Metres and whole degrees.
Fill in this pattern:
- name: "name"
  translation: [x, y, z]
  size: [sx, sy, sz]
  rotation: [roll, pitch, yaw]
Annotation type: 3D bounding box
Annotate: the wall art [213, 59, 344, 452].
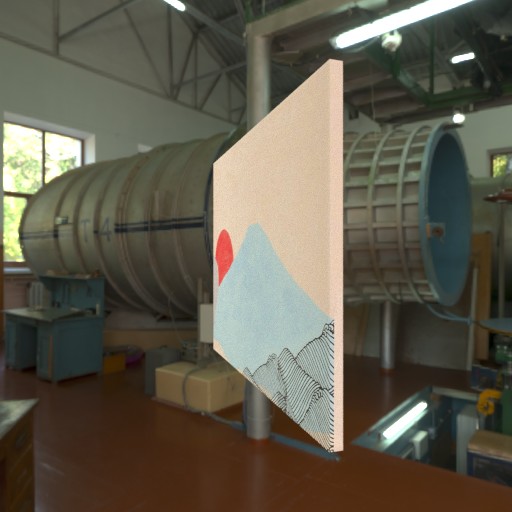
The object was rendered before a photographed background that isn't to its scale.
- name: "wall art"
  translation: [0.000, 0.000, 1.611]
  size: [0.042, 0.912, 1.219]
  rotation: [0, 0, -18]
